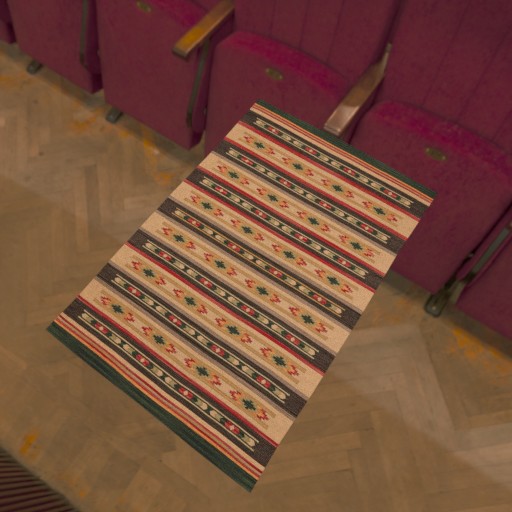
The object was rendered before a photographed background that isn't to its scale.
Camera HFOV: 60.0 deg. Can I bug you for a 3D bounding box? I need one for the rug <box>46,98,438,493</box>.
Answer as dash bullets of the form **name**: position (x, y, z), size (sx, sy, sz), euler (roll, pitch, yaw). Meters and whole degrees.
- **rug**: position (0.000, 0.000, 2.318), size (1.221, 0.009, 1.825), euler (32, 69, 14)
